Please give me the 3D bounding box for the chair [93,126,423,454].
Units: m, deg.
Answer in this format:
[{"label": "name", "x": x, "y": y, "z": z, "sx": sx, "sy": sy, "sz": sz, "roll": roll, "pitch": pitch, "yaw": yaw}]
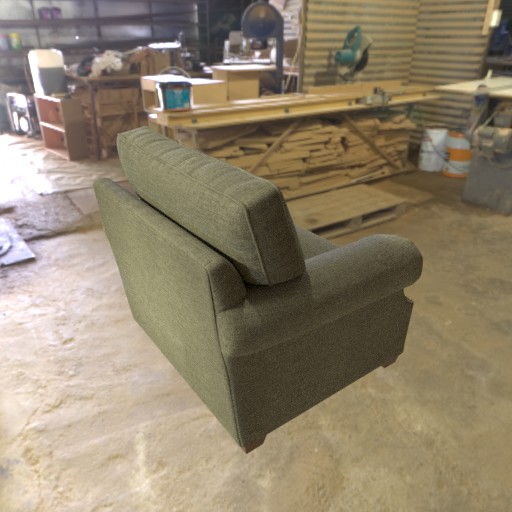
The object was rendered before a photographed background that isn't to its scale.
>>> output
[{"label": "chair", "x": 0.000, "y": 0.000, "z": 1.827, "sx": 0.965, "sy": 0.961, "sz": 1.092, "roll": -18, "pitch": 32, "yaw": -32}]
